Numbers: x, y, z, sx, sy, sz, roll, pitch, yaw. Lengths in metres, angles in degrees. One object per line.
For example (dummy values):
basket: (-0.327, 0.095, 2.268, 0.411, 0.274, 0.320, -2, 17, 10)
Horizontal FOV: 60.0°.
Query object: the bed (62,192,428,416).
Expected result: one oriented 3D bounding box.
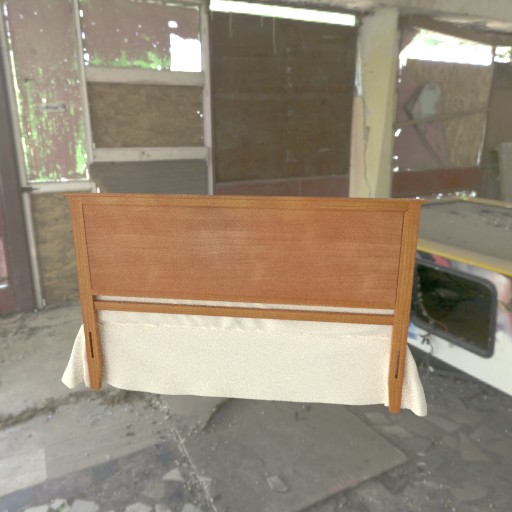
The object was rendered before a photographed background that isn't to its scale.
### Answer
bed: (0.000, 0.000, 3.600, 2.317, 1.270, 2.215, 2, 16, 7)
